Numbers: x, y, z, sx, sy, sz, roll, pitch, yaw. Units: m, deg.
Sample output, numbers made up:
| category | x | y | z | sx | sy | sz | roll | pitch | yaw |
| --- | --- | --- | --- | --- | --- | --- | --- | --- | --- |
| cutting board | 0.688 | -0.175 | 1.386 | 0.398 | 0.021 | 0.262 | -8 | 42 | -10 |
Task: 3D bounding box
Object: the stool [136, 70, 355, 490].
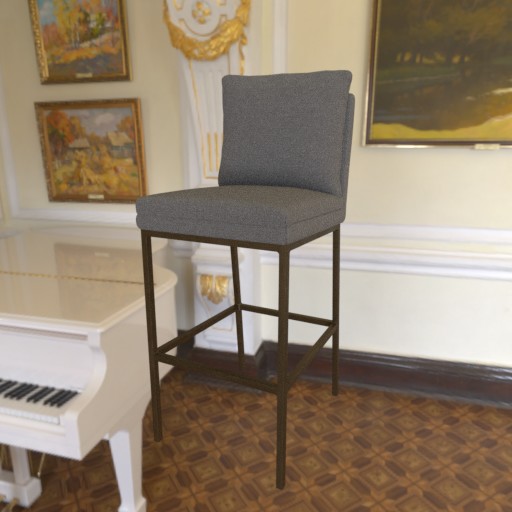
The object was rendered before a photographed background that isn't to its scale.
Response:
| category | x | y | z | sx | sy | sz | roll | pitch | yaw |
| --- | --- | --- | --- | --- | --- | --- | --- | --- | --- |
| stool | 0.000 | 0.000 | 1.389 | 0.463 | 1.132 | 0.569 | 7 | 16 | 27 |
